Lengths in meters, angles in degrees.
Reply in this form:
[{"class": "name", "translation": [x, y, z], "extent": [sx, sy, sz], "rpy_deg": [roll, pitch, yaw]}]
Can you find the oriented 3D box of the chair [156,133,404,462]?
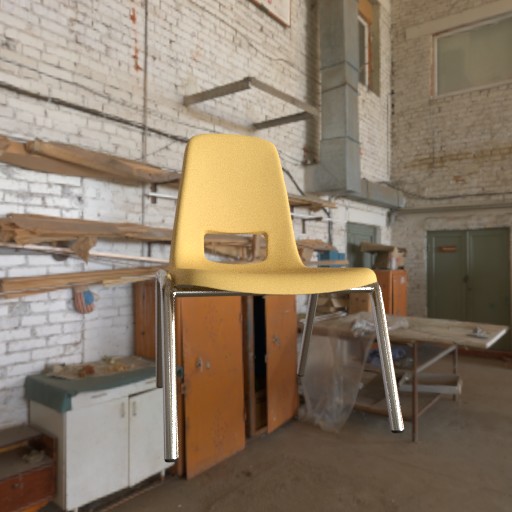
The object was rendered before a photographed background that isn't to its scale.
[{"class": "chair", "translation": [0.000, 0.000, 0.796], "extent": [0.354, 0.536, 0.385], "rpy_deg": [0, -1, -17]}]
